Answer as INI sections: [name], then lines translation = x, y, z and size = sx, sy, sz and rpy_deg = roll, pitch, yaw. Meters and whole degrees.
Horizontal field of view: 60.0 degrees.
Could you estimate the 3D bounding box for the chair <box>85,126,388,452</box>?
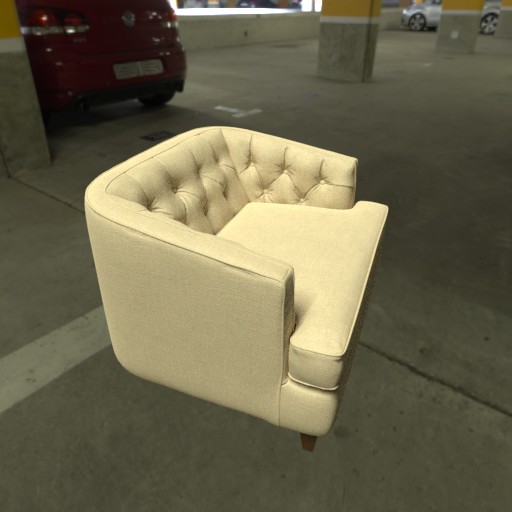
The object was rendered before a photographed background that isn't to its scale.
[chair]
translation = 0.000, 0.000, 1.777
size = 0.914, 0.787, 1.118
rpy_deg = 11, 32, 18
